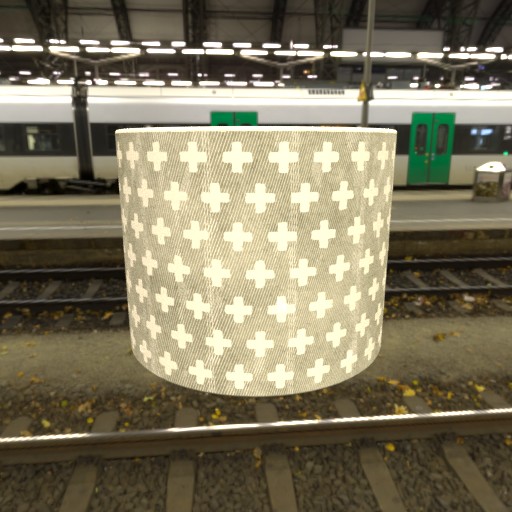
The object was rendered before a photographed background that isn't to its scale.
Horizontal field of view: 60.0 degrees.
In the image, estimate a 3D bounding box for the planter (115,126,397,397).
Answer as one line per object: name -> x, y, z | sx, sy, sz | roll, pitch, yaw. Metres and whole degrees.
planter -> 0.000, 0.000, 0.441 | 0.250, 0.239, 0.250 | 0, 14, 0
